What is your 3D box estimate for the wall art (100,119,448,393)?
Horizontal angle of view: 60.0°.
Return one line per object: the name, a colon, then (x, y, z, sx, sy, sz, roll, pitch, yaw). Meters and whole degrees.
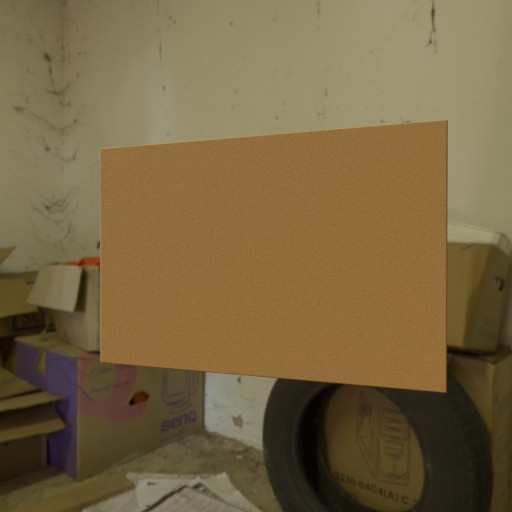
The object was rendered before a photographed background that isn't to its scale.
wall art: (0.000, 0.000, 0.770, 0.609, 0.407, 0.039, 0, 0, 18)
